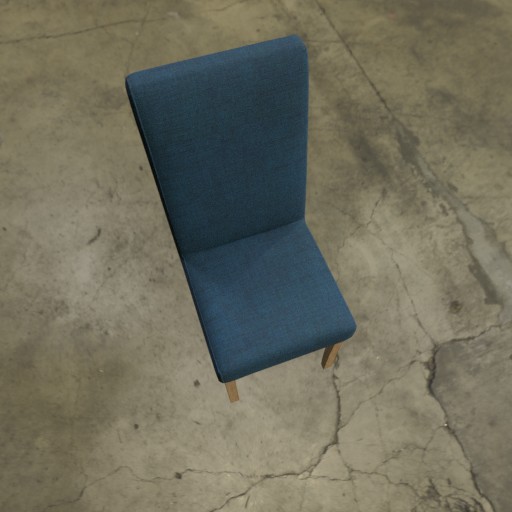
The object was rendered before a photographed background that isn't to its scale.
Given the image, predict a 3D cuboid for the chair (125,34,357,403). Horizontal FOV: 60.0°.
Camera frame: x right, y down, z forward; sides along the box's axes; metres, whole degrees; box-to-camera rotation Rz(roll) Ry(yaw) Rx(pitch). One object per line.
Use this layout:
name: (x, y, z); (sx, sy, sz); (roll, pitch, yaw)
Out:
chair: (0.000, 0.000, 1.366); (0.450, 1.029, 0.610); (-17, 64, -9)
